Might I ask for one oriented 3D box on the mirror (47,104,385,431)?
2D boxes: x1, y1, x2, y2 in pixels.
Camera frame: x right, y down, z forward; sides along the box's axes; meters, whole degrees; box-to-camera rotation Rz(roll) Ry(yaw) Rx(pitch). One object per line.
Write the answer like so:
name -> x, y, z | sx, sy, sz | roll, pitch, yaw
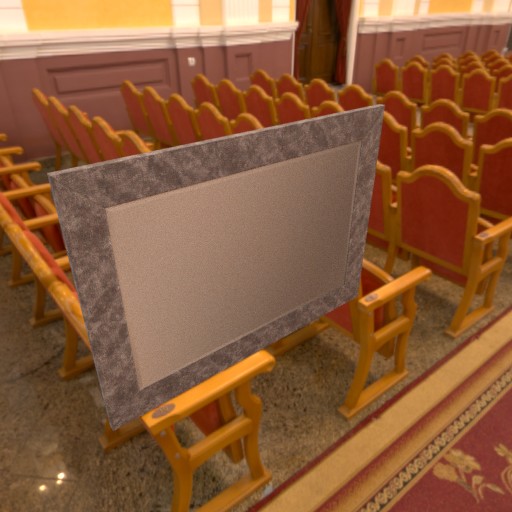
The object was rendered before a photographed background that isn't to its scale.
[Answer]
mirror -> 0.000, 0.000, 1.419 | 1.101, 0.795, 0.022 | -22, 37, -32
